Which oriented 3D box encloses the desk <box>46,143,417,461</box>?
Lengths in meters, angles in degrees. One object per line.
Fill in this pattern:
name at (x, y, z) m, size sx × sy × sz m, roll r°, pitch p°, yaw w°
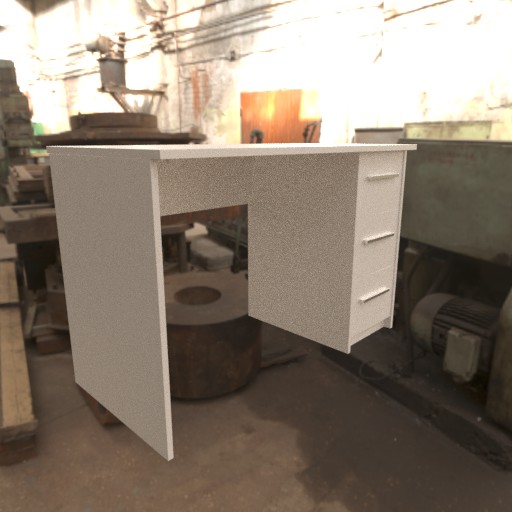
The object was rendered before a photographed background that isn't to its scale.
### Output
desk at (0.000, 0.000, 1.516) m, size 0.560 × 0.735 × 1.097 m, roll 14°, pitch 20°, yaw 43°
